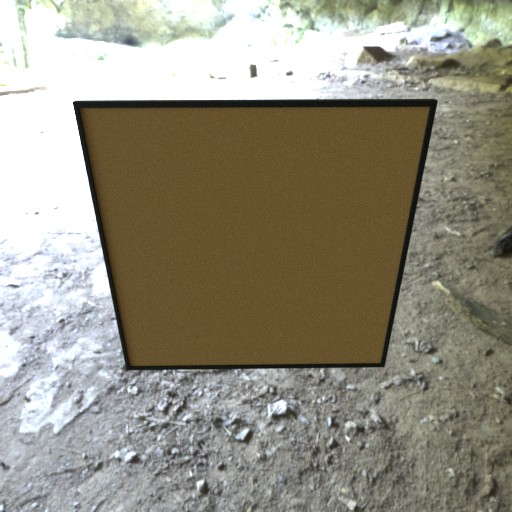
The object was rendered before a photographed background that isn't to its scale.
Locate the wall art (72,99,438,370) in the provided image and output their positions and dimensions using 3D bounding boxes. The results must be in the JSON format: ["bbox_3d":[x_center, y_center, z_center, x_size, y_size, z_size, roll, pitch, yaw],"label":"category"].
[{"bbox_3d":[0.000,0.000,0.676,0.458,0.457,0.013,0,30,-1],"label":"wall art"}]
